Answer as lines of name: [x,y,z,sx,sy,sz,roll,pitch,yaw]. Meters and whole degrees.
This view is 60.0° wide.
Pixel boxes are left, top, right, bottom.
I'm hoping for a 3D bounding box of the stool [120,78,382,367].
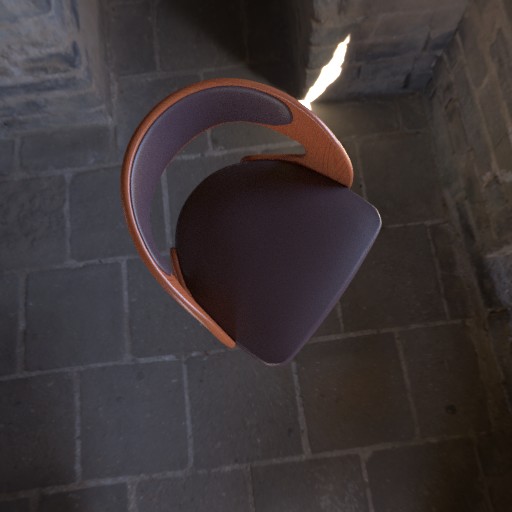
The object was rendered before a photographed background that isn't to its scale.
stool: [0.000,0.000,1.169,0.457,0.940,0.457,35,79,8]
